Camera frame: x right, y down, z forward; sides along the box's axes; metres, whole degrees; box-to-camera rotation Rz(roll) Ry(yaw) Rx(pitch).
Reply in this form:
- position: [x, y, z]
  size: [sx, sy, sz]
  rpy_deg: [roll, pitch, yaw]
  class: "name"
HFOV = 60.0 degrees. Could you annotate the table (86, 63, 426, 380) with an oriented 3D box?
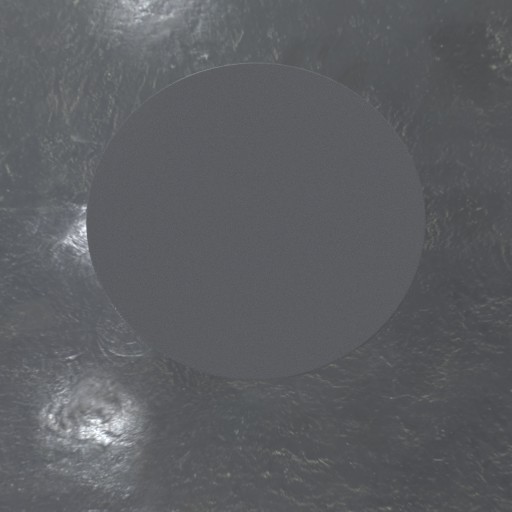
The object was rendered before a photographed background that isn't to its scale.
- position: [0.000, 0.000, 0.918]
  size: [0.500, 0.550, 0.500]
  rpy_deg: [0, 74, 0]
  class: "table"
